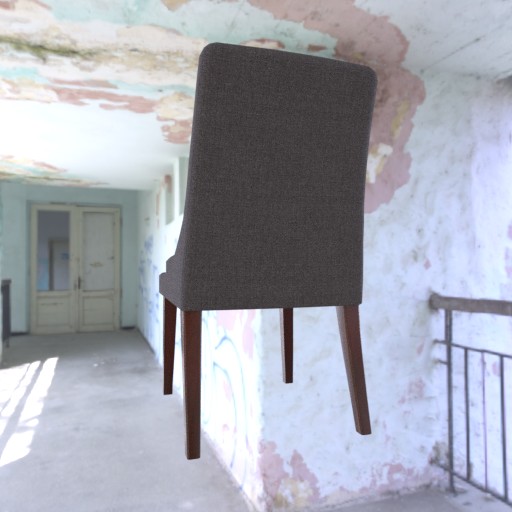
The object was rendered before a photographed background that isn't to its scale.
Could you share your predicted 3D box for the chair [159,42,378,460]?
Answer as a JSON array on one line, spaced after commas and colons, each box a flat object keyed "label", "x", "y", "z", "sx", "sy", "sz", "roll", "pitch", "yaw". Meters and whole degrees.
[{"label": "chair", "x": 0.000, "y": 0.000, "z": 1.333, "sx": 0.508, "sy": 0.952, "sz": 0.655, "roll": 0, "pitch": -1, "yaw": -18}]
